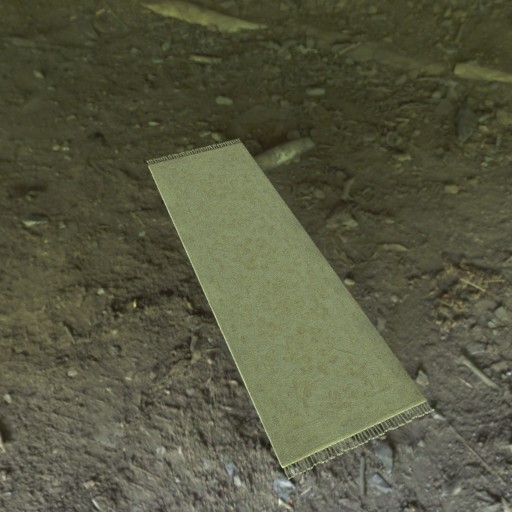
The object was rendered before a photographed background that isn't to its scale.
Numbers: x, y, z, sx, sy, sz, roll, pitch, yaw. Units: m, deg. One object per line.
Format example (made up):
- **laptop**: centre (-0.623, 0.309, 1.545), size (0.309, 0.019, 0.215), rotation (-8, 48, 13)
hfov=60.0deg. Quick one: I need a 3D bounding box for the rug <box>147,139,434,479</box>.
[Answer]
- **rug**: centre (0.000, 0.000, 2.836), size (0.795, 0.015, 2.544), rotation (-18, 50, -15)
